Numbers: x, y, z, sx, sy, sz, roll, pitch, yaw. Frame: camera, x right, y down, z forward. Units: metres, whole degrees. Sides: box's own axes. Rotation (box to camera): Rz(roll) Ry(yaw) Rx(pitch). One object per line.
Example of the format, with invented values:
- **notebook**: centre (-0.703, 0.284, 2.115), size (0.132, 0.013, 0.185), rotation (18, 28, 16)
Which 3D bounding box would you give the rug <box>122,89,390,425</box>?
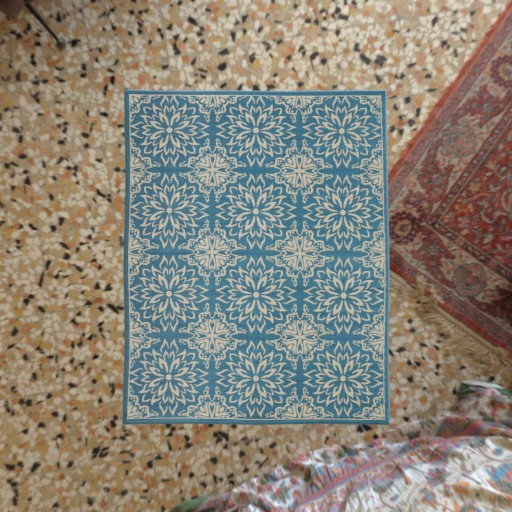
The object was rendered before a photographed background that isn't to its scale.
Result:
- **rug**: centre (0.000, 0.000, 3.916), size (2.350, 0.018, 2.964), rotation (0, 89, 0)
